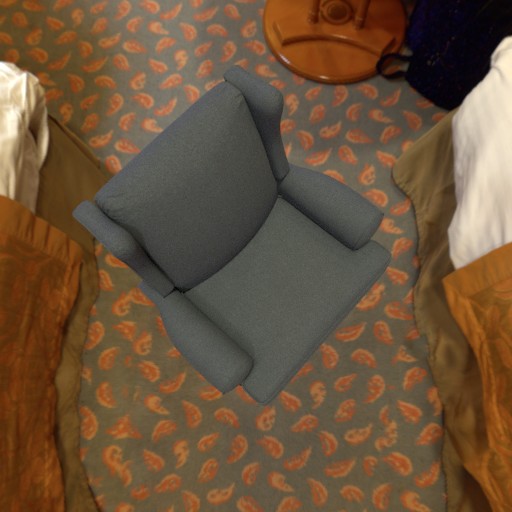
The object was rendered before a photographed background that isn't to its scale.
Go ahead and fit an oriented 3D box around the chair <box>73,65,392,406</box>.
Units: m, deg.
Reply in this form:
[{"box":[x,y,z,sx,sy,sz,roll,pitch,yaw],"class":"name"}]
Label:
[{"box":[0.000,0.000,1.804,0.877,1.020,0.971,42,79,10],"class":"chair"}]
